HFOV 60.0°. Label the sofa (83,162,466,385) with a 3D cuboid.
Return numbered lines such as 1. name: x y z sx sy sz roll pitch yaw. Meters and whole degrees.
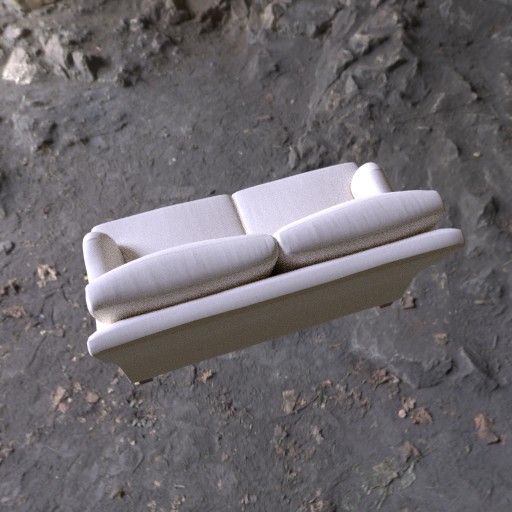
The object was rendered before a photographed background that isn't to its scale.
1. sofa: 0.000 0.000 2.597 1.853 1.101 1.084 -16 57 -10
